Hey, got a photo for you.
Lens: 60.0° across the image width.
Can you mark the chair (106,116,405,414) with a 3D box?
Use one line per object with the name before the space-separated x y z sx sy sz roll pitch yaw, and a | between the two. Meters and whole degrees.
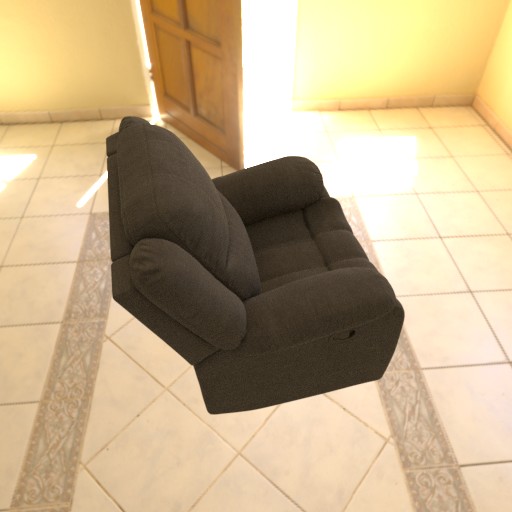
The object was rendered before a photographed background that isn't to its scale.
chair | 0.000 0.000 1.707 0.944 1.008 0.899 -10 47 -10
